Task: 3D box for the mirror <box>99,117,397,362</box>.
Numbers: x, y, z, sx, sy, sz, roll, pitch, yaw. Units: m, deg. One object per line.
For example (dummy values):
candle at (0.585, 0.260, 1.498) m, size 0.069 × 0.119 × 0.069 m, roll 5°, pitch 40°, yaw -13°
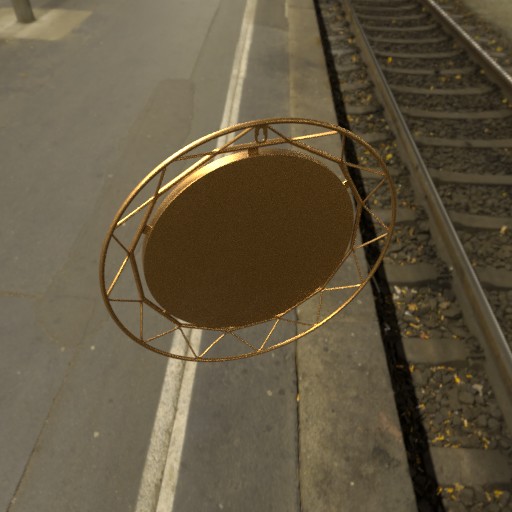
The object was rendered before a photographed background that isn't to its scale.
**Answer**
mirror at (0.000, 0.000, 0.674) m, size 0.454 × 0.454 × 0.043 m, roll -13°, pitch 44°, yaw -14°
